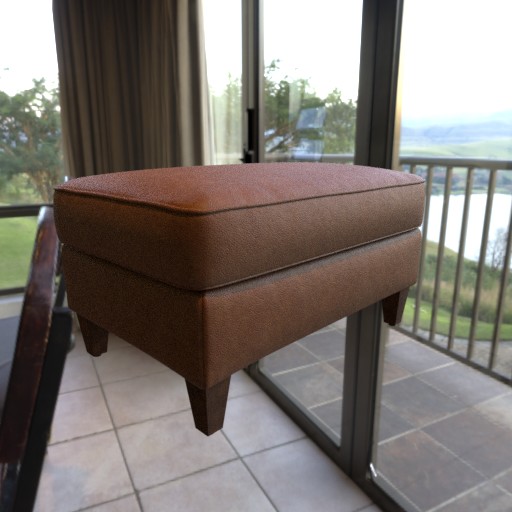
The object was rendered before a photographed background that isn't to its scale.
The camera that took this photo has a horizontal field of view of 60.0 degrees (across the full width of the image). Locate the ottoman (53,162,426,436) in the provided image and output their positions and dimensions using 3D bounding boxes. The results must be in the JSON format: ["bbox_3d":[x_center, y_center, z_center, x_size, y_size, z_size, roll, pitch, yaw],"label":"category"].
[{"bbox_3d":[0.000,0.000,1.192,0.584,0.483,0.864,14,20,43],"label":"ottoman"}]
